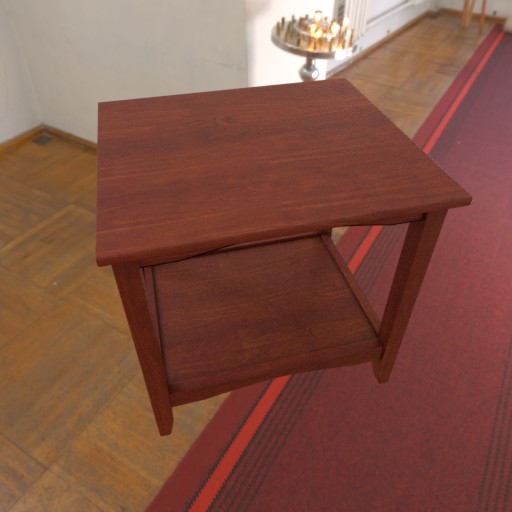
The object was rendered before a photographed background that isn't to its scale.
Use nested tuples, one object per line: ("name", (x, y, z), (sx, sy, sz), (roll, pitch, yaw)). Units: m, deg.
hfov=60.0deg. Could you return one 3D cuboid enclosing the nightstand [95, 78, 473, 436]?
("nightstand", (0.000, 0.000, 0.990), (0.558, 0.558, 0.501), (-10, 43, -11))
